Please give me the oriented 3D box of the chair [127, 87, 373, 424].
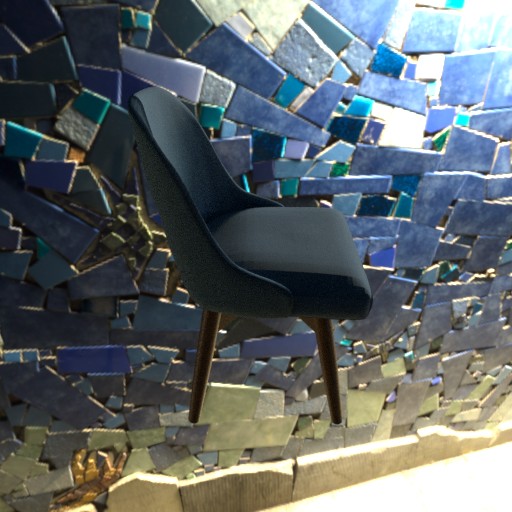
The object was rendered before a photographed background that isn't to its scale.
[{"bbox_3d":[0.000,0.000,1.267,0.589,0.882,0.503,0,32,0],"label":"chair"}]
